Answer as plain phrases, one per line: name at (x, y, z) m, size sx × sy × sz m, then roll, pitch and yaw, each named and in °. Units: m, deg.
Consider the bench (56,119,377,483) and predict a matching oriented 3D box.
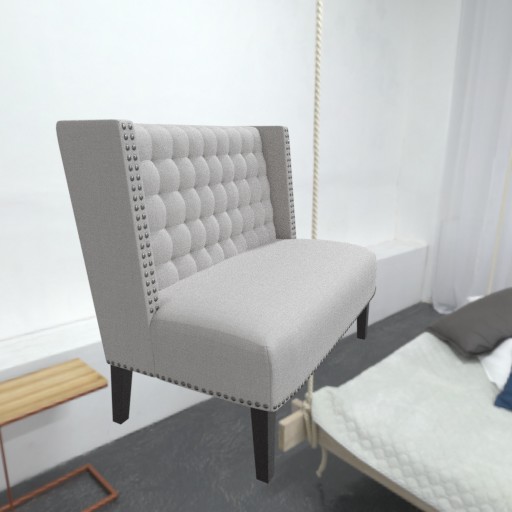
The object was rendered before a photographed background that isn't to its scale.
bench at (0.000, 0.000, 1.954) m, size 0.847 × 1.123 × 1.280 m, roll 8°, pitch 17°, yaw 27°
